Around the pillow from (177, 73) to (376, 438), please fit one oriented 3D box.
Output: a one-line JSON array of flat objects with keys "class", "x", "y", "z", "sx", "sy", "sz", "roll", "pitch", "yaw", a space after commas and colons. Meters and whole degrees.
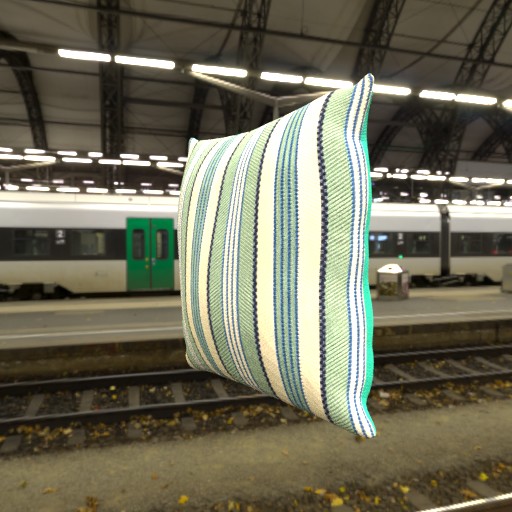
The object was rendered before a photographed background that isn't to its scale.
[{"class": "pillow", "x": 0.000, "y": 0.000, "z": 0.685, "sx": 0.182, "sy": 0.441, "sz": 0.440, "roll": -1, "pitch": 1, "yaw": -37}]
